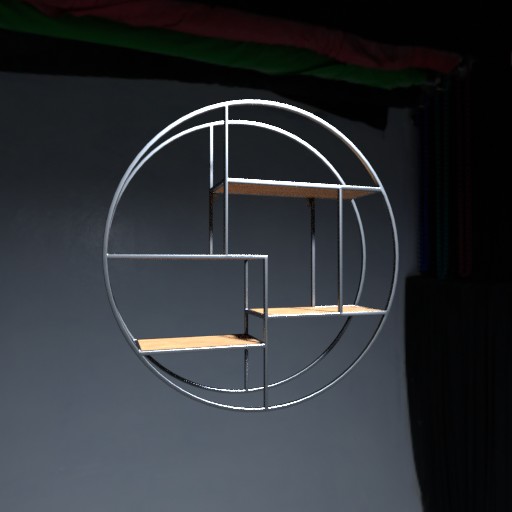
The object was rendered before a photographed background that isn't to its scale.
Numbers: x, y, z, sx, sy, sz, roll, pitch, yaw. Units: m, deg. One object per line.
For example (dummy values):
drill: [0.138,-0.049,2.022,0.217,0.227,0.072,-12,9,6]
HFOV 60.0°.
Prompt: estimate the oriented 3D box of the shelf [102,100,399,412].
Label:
shelf: [0.000,0.000,1.360,0.888,0.888,0.202,0,-1,-18]
